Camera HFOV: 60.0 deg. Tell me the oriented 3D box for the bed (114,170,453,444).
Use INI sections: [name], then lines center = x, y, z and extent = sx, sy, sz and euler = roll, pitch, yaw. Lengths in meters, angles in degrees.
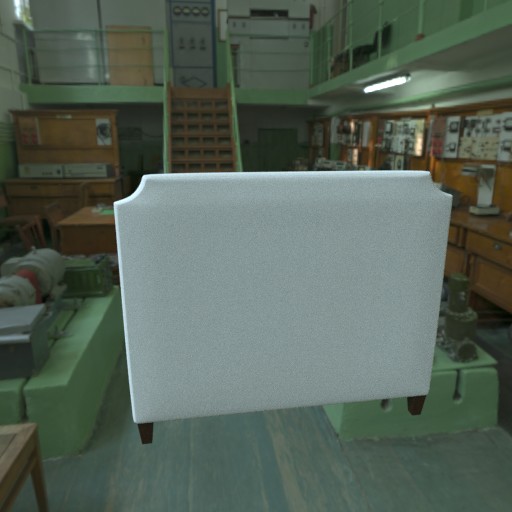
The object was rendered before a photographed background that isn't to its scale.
[bed]
center = 0.000, 0.000, 3.417
extent = 1.712, 1.443, 2.372
euler = -2, 15, -9
